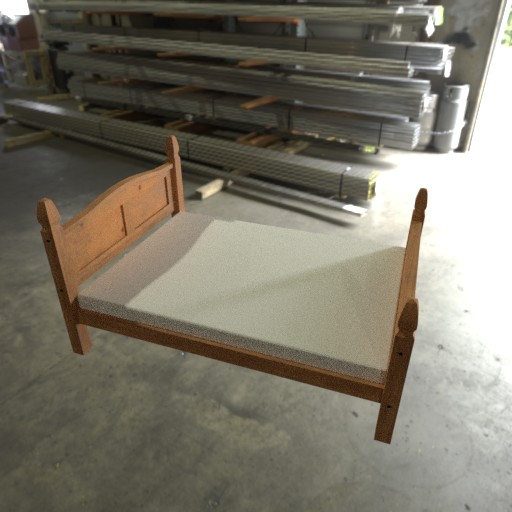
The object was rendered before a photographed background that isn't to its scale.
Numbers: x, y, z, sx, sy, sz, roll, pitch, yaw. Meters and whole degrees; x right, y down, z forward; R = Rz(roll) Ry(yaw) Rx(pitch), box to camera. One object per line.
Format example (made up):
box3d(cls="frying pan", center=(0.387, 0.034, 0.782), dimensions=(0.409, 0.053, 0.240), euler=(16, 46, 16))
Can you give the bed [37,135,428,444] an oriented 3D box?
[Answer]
box3d(cls="bed", center=(0.000, 0.000, 2.992), dimensions=(2.069, 1.100, 1.490), euler=(10, 32, 17))
